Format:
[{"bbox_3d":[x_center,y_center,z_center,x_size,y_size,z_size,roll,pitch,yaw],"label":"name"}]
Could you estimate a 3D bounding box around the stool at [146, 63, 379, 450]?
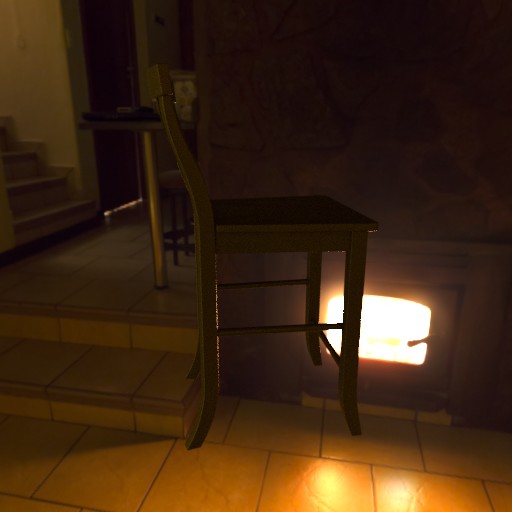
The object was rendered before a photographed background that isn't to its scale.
[{"bbox_3d":[0.000,0.000,1.303,0.559,0.989,0.452,-3,17,-8],"label":"stool"}]
